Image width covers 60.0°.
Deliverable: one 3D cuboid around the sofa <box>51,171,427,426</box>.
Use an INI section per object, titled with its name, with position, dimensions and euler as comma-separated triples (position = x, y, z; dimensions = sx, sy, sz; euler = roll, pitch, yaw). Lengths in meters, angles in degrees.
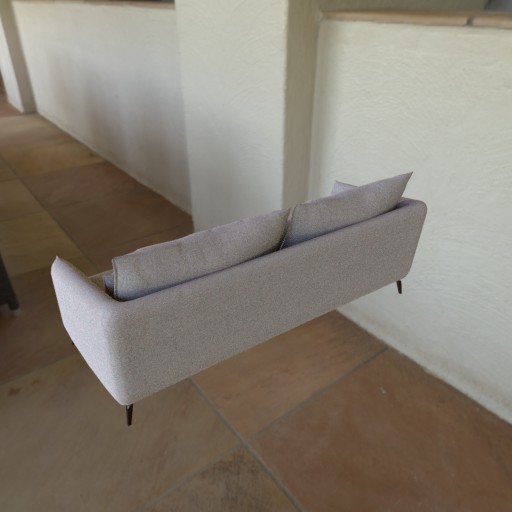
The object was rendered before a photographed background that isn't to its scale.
[sofa]
position = 0.000, 0.000, 2.483
dimensions = 2.022, 0.833, 0.809
euler = -19, 35, -29
